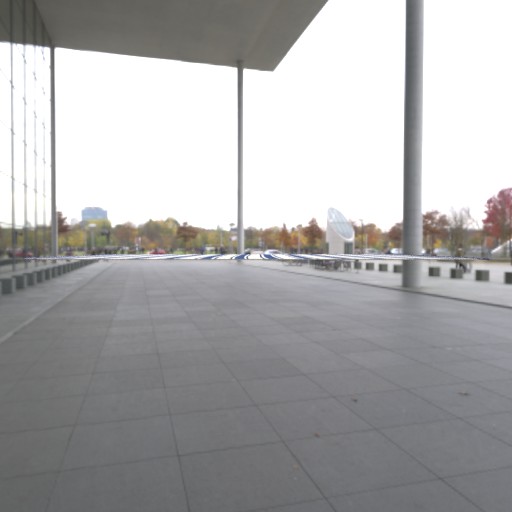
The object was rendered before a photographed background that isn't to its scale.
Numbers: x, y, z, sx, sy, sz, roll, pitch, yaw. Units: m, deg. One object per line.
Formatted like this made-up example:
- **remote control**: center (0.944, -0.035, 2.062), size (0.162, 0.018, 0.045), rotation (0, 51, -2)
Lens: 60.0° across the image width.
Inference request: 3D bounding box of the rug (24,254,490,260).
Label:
- **rug**: center (0.000, 0.000, 4.423), size (3.416, 0.016, 2.471), rotation (0, 1, 0)
